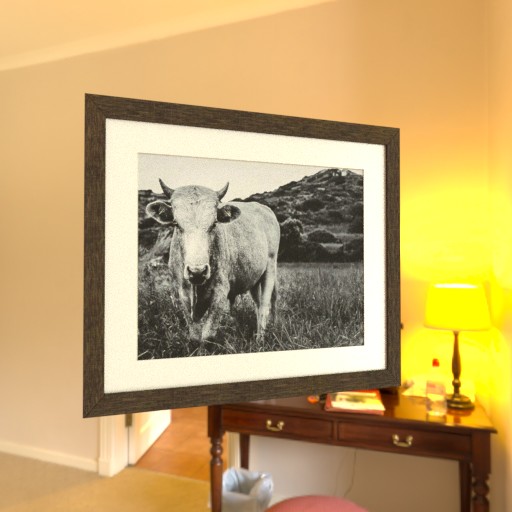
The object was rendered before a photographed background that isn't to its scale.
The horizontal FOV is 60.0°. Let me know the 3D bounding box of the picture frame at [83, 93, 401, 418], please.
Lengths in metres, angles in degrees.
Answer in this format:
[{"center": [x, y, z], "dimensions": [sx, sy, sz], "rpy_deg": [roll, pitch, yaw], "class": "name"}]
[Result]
[{"center": [0.000, 0.000, 0.524], "dimensions": [0.378, 0.330, 0.033], "rpy_deg": [0, -1, -18], "class": "picture frame"}]
